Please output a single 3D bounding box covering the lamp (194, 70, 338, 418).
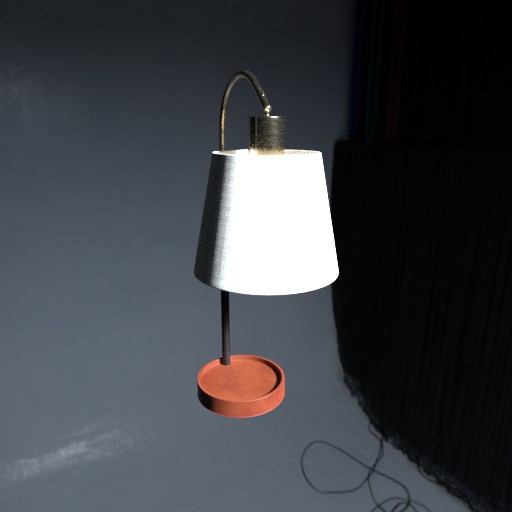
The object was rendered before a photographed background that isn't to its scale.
[{"bbox_3d":[0.000,0.000,0.676,0.211,0.536,0.273,-8,18,-26],"label":"lamp"}]
